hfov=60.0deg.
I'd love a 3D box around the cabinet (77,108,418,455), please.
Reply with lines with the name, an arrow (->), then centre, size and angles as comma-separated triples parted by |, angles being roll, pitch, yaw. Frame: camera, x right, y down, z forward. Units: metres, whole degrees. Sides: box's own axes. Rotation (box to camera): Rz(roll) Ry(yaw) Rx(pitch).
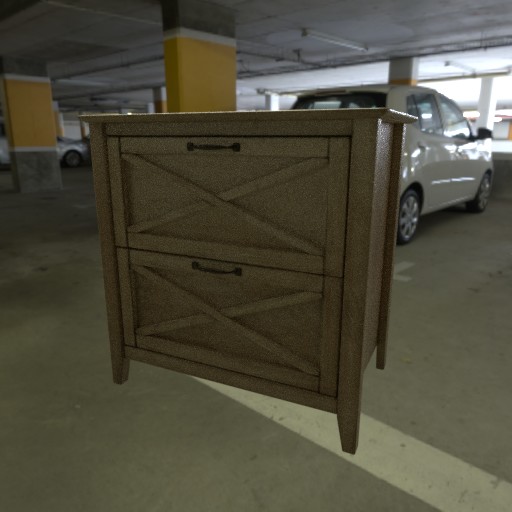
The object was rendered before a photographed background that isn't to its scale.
cabinet -> 0.000, 0.000, 1.268 | 0.763, 0.762, 0.503 | 7, 17, 24
